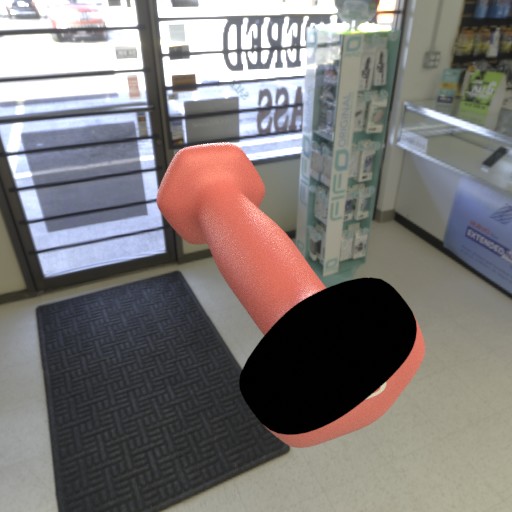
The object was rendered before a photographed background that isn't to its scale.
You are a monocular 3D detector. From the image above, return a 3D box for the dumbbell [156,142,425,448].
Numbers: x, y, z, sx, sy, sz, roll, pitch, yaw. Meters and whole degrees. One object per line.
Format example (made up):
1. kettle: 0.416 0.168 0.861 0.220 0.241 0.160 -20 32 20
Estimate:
1. dumbbell: 0.000 0.000 0.146 0.047 0.043 0.123 -11 33 -18
